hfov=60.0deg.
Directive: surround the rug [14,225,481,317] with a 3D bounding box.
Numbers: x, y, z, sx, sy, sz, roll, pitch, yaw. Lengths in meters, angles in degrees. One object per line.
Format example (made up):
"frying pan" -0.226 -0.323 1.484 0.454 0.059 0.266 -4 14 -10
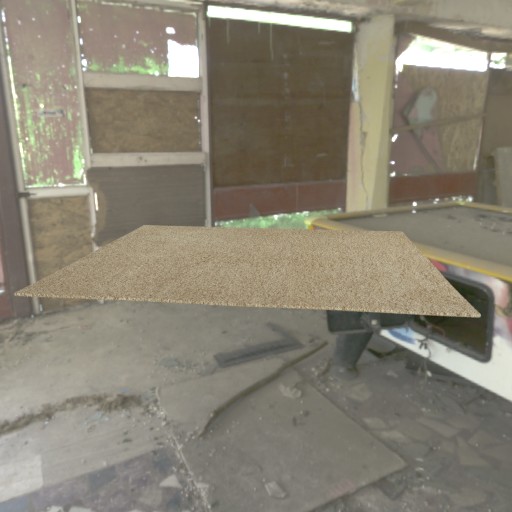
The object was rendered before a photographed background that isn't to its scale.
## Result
"rug" 0.000 0.000 3.971 3.000 0.025 2.400 2 15 7
